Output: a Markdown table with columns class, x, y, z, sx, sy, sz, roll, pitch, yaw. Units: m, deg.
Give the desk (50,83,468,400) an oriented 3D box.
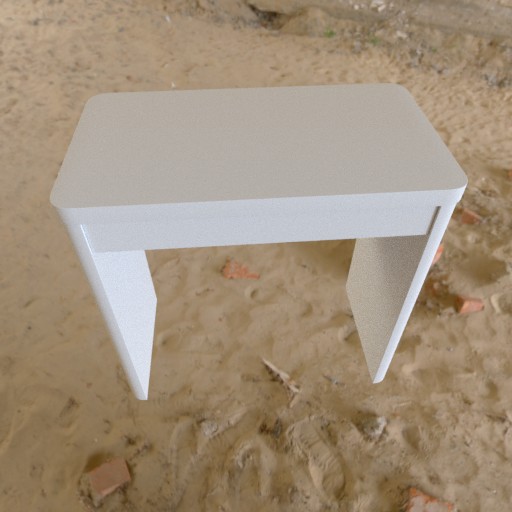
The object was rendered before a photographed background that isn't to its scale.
| class | x | y | z | sx | sy | sz | roll | pitch | yaw |
| --- | --- | --- | --- | --- | --- | --- | --- | --- | --- |
| desk | 0.000 | 0.000 | 1.236 | 0.790 | 0.760 | 0.446 | -3 | 46 | -3 |
